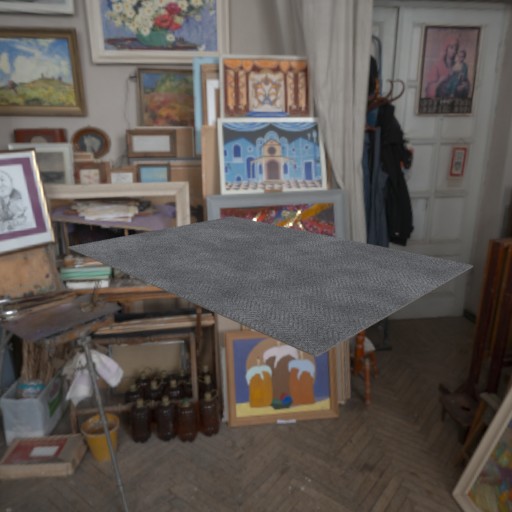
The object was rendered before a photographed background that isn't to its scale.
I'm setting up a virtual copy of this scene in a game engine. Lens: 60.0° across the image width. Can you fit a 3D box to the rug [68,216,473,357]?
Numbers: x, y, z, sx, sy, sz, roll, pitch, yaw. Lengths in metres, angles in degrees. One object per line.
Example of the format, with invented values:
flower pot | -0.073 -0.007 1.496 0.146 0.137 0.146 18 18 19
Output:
rug | 0.000 0.000 2.974 2.235 0.008 1.600 16 22 43
